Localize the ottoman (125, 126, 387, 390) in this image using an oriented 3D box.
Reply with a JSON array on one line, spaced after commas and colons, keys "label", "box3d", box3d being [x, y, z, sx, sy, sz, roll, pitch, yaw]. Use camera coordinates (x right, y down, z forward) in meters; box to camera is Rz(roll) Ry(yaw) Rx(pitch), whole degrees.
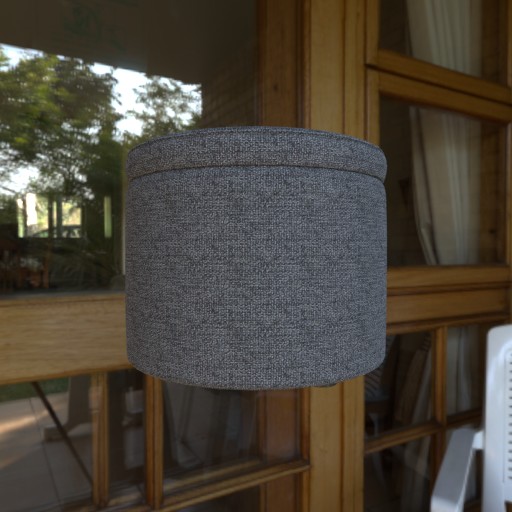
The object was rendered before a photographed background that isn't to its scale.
[{"label": "ottoman", "box3d": [0.000, 0.000, 0.918, 0.520, 0.430, 0.520, 0, 1, 0]}]
